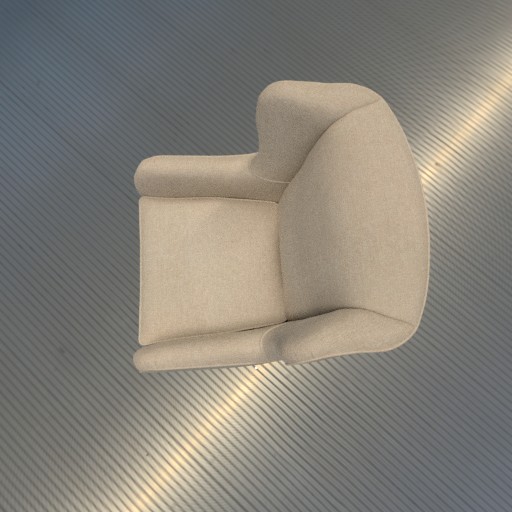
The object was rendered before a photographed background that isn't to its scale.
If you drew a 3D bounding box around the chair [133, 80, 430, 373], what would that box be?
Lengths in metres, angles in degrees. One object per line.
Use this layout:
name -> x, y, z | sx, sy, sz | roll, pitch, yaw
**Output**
chair -> 0.000, 0.000, 1.718 | 0.966, 1.040, 0.838 | -3, 76, -1
